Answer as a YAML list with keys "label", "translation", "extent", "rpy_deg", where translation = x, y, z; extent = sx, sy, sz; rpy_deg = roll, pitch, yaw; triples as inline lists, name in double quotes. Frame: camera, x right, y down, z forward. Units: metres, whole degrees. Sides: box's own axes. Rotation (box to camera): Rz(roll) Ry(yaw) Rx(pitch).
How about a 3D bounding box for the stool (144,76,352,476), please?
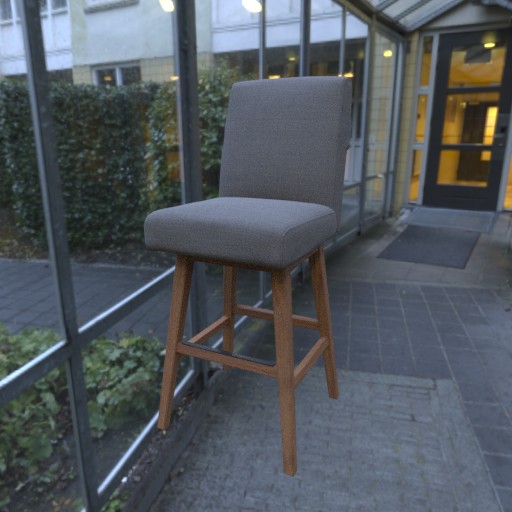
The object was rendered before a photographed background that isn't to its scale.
- label: "stool"
  translation: [0.000, 0.000, 1.414]
  extent: [0.483, 1.112, 0.570]
  rpy_deg: [8, 17, 26]
